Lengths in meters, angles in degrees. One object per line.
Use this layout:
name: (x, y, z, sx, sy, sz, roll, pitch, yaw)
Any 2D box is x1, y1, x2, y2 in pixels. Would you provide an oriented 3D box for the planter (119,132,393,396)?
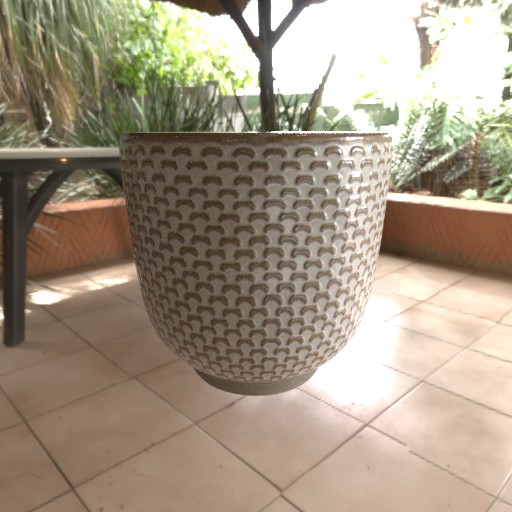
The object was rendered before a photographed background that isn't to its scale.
planter: (0.000, 0.000, 0.354, 0.197, 0.191, 0.197, 0, 16, 0)
